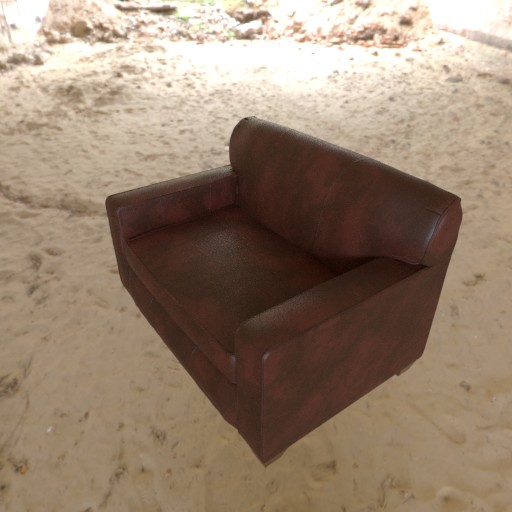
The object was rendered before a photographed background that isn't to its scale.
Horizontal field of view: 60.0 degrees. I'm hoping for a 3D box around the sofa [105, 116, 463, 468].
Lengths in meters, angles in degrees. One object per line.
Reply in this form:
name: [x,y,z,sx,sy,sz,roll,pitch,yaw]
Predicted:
sofa: [0.000,0.000,2.106,1.000,0.956,1.413,-21,38,-29]
